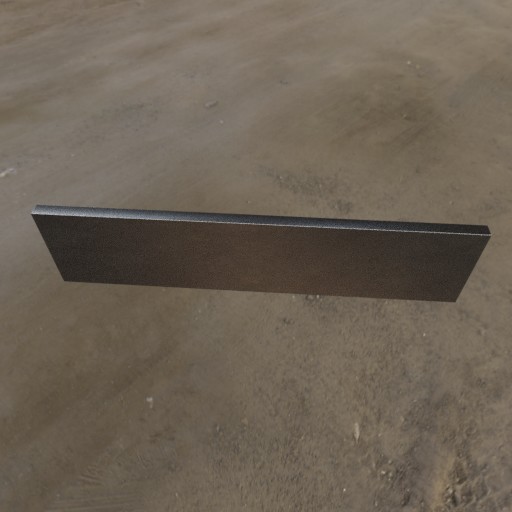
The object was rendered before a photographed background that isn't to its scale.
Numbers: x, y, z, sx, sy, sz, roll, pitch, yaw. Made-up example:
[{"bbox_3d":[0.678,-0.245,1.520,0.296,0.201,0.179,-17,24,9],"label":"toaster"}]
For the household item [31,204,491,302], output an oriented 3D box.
[{"bbox_3d":[0.000,0.000,1.057,1.001,0.236,0.030,3,47,3],"label":"household item"}]
